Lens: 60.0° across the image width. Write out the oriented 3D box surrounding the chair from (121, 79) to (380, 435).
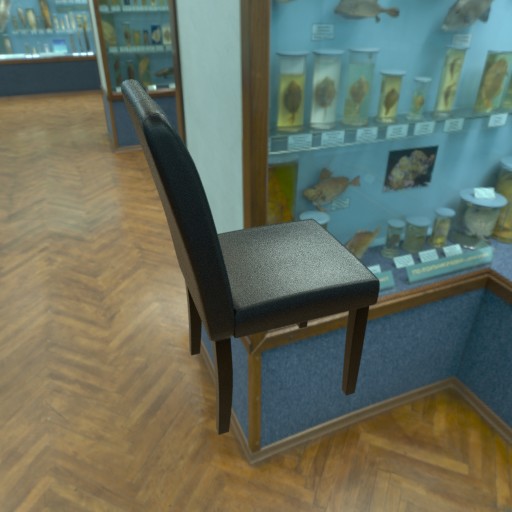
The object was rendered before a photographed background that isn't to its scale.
[{"bbox_3d":[0.000,0.000,1.212,0.556,0.897,0.399,-11,33,-17],"label":"chair"}]
